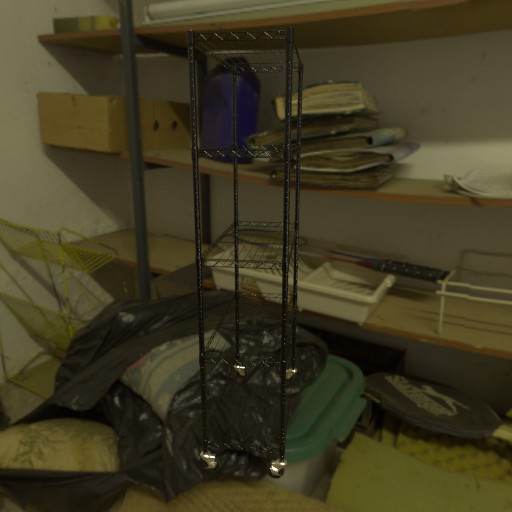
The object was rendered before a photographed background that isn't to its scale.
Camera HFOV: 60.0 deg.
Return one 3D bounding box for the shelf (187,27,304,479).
[{"bbox_3d":[0.000,0.000,1.929,0.356,1.645,0.762,2,15,8],"label":"shelf"}]
